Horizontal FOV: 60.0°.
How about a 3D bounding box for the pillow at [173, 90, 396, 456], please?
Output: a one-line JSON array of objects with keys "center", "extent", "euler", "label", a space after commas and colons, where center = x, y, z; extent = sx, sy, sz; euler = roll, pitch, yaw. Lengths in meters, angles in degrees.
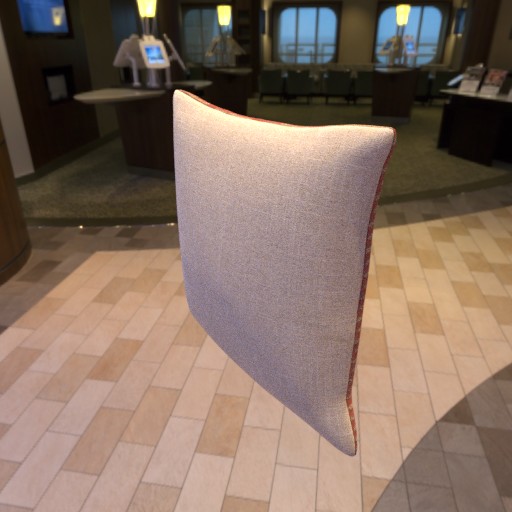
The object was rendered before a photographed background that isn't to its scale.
[{"center": [0.000, 0.000, 0.763], "extent": [0.182, 0.503, 0.511], "euler": [-18, 32, -32], "label": "pillow"}]
